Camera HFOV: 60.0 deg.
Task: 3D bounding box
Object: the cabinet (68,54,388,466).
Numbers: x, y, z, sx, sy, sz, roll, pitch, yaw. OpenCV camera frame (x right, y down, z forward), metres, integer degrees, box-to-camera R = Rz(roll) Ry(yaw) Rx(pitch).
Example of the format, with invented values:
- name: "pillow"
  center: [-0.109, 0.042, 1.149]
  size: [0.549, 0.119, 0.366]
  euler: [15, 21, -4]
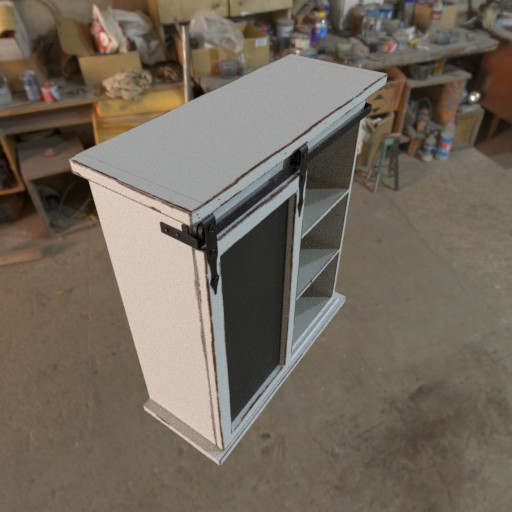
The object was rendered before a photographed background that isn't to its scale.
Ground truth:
- name: "cabinet"
  center: [0.000, 0.000, 0.885]
  size: [0.210, 0.603, 0.541]
  euler: [25, 46, 26]
